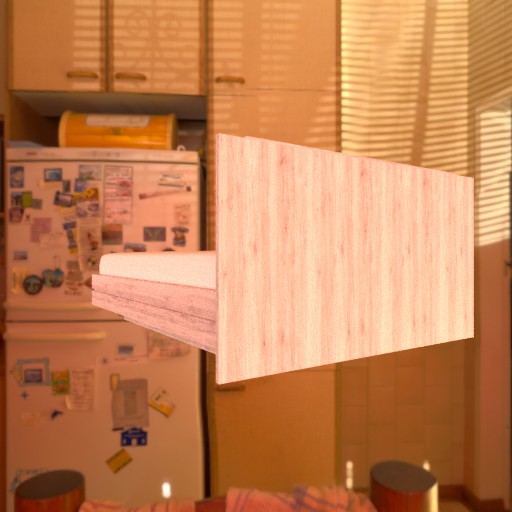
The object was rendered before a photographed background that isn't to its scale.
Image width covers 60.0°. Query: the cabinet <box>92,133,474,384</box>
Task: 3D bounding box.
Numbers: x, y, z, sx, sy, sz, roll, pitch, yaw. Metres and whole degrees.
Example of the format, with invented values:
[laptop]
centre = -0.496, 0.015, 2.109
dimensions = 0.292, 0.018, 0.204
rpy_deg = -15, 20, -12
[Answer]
[cabinet]
centre = 0.000, 0.000, 3.033
dimensions = 1.750, 0.970, 2.080
rpy_deg = 0, 0, -34
